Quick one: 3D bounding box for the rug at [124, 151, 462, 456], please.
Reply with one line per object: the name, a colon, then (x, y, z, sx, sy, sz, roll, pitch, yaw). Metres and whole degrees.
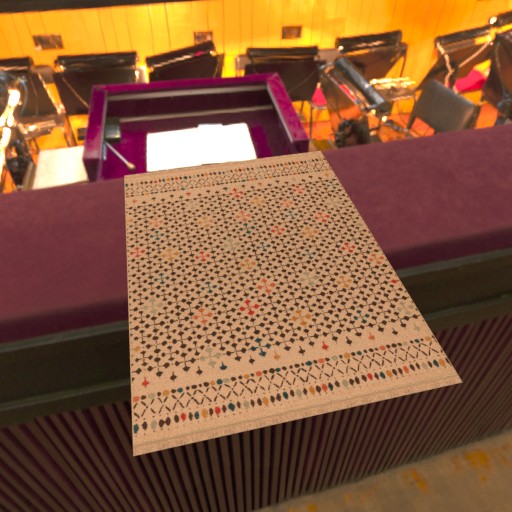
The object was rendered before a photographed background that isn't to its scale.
rug: (0.000, 0.000, 2.017, 1.146, 0.006, 1.556, -9, 46, -9)
